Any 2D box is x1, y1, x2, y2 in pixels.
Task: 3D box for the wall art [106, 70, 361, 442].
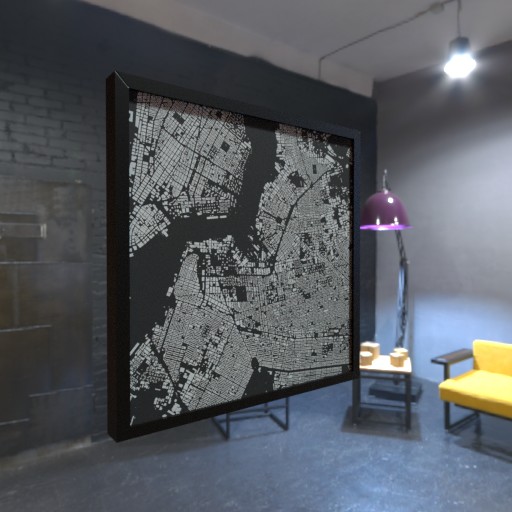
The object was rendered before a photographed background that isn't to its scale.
[{"bbox_3d":[0.000,0.000,0.770,0.506,0.506,0.038,-1,1,-37],"label":"wall art"}]
